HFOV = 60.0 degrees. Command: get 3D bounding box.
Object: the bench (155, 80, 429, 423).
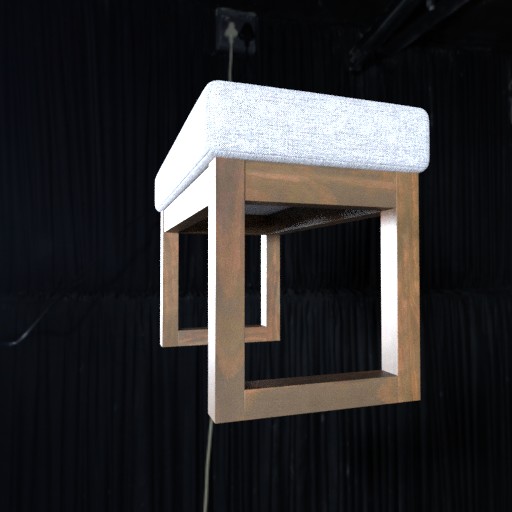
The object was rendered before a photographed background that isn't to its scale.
[{"bbox_3d":[0.000,0.000,0.956,0.366,0.467,0.681,0,-2,-19],"label":"bench"}]
